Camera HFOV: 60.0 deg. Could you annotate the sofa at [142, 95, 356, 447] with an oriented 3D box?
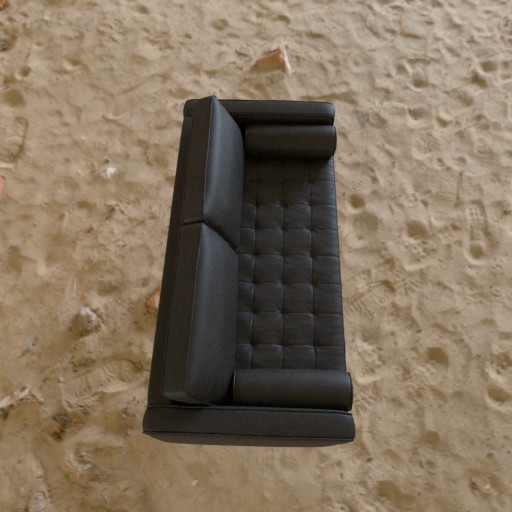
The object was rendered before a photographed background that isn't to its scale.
[{"bbox_3d":[0.000,0.000,2.393,0.921,0.770,1.879,1,64,1],"label":"sofa"}]
